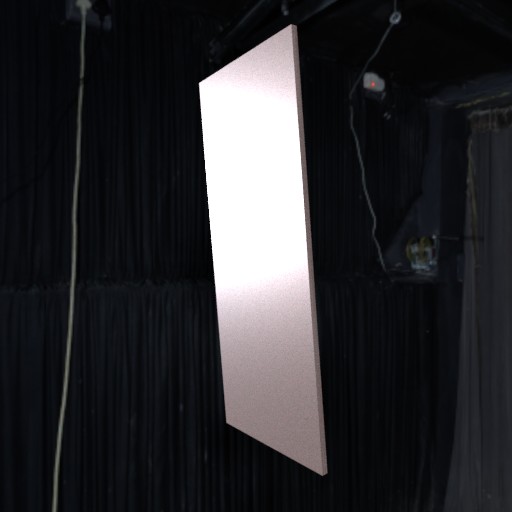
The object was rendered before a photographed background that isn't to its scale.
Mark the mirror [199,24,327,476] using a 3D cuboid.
[{"bbox_3d":[0.000,0.000,2.318,0.221,2.020,0.812,0,0,-37],"label":"mirror"}]
